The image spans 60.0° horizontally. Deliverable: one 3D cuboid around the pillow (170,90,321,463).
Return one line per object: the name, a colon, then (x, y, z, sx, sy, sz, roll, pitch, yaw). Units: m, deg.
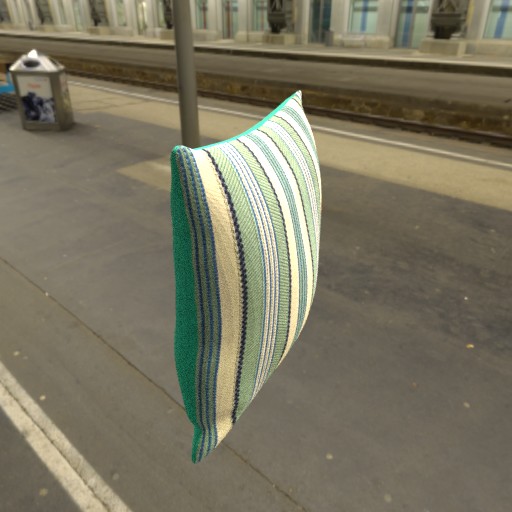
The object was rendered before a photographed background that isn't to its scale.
pillow: (0.000, 0.000, 0.686, 0.182, 0.441, 0.440, 10, 30, 18)
